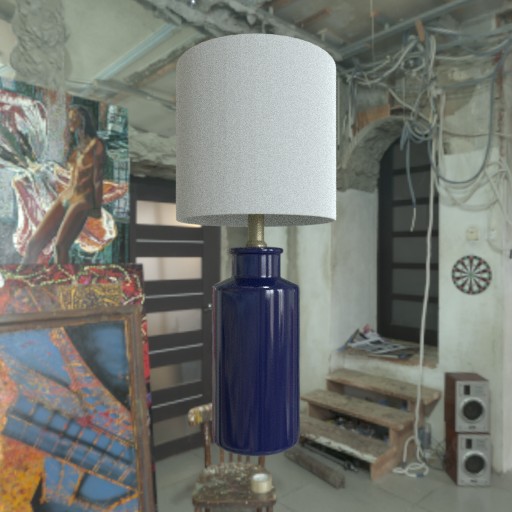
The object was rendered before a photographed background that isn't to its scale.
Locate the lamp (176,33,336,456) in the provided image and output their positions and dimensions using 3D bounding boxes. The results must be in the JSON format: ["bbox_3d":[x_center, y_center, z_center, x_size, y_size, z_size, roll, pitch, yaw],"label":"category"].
[{"bbox_3d":[0.000,0.000,0.596,0.212,0.493,0.212,0,0,18],"label":"lamp"}]
